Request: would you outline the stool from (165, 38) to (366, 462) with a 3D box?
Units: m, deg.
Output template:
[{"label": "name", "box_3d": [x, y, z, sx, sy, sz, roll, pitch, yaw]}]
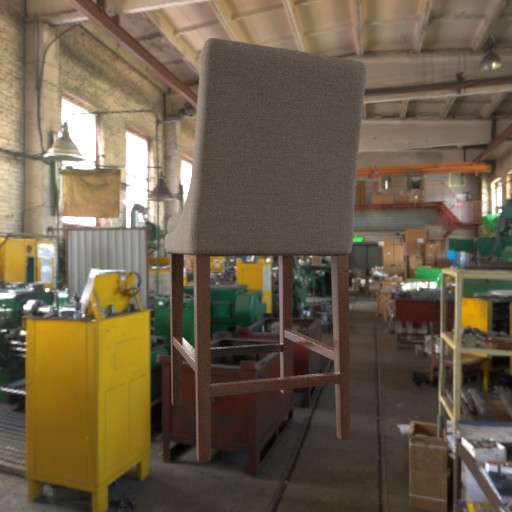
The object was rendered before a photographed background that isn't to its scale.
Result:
[{"label": "stool", "box_3d": [0.000, 0.000, 1.295, 0.470, 0.981, 0.577, 0, 0, -19]}]
